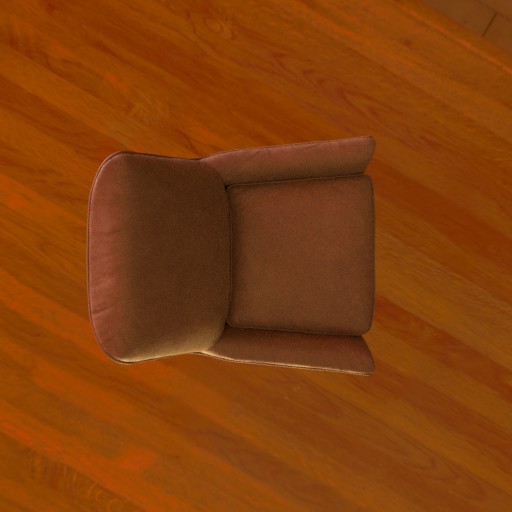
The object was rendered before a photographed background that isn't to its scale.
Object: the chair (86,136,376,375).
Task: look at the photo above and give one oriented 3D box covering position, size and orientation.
[{"bbox_3d":[0.000,0.000,1.485,0.824,0.888,0.787,0,91,-1],"label":"chair"}]
